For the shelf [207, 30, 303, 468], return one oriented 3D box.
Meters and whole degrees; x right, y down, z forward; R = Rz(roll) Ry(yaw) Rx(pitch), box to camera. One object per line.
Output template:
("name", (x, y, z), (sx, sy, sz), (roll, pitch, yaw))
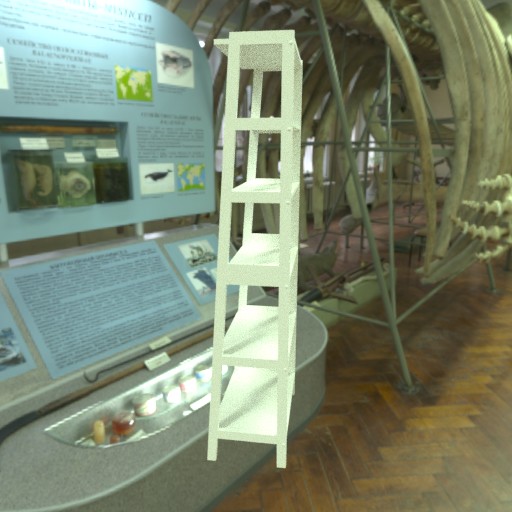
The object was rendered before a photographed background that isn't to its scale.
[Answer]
("shelf", (0.000, 0.000, 2.200), (0.381, 1.892, 0.660), (2, 15, 8))
